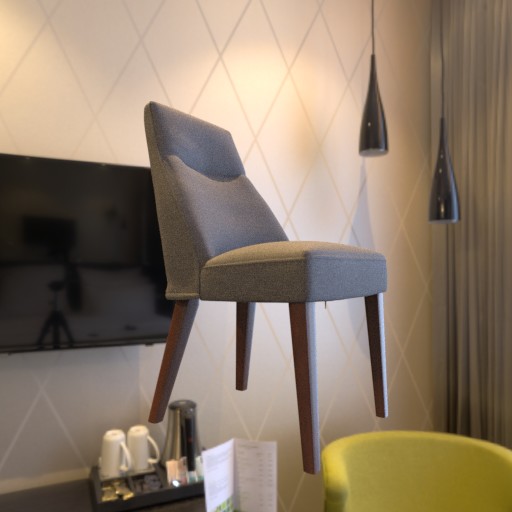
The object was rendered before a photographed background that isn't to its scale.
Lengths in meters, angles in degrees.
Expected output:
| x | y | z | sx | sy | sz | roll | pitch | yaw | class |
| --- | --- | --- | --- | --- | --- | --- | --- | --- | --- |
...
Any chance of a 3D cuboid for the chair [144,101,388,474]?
| x | y | z | sx | sy | sz | roll | pitch | yaw | class |
| --- | --- | --- | --- | --- | --- | --- | --- | --- | --- |
| 0.000 | 0.000 | 1.291 | 0.620 | 0.930 | 0.500 | -1 | -2 | 35 | chair |
